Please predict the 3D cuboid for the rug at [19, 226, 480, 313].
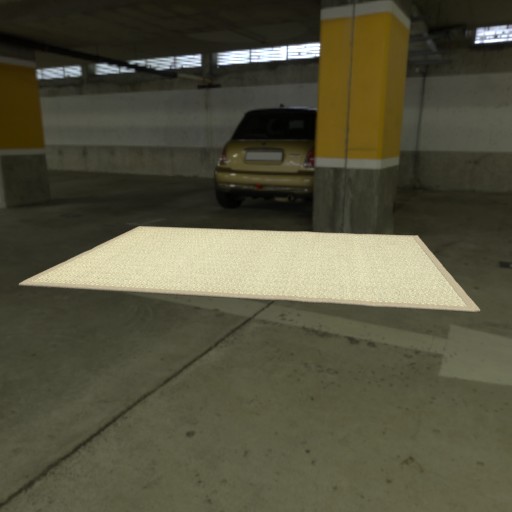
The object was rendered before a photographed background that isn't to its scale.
[{"bbox_3d":[0.000,0.000,2.883,2.290,0.021,1.540,3,15,9],"label":"rug"}]
